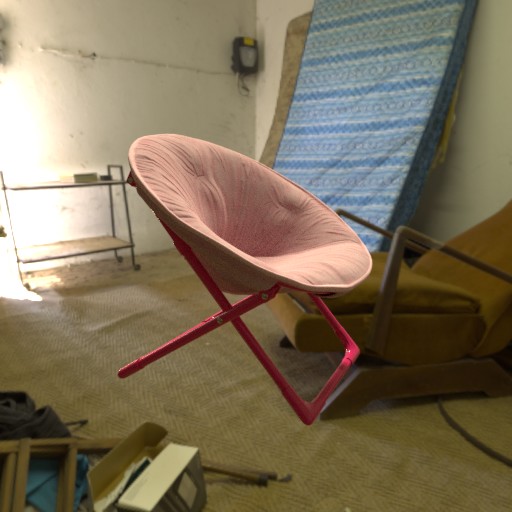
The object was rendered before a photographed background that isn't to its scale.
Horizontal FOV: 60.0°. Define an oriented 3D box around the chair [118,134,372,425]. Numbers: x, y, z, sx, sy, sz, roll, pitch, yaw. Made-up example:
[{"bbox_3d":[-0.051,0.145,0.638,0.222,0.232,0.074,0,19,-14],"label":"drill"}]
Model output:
[{"bbox_3d":[0.000,0.000,0.916,0.459,0.494,0.522,7,15,27],"label":"chair"}]
